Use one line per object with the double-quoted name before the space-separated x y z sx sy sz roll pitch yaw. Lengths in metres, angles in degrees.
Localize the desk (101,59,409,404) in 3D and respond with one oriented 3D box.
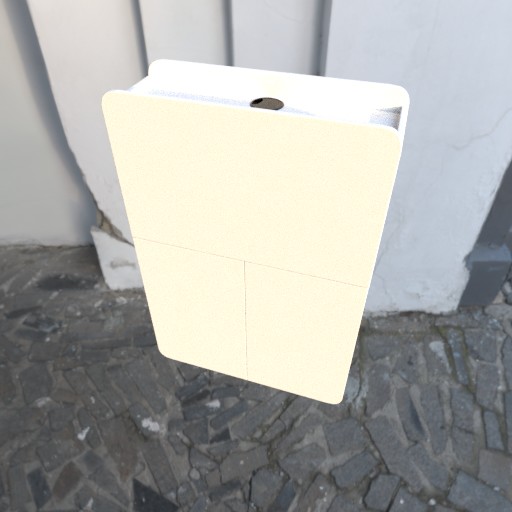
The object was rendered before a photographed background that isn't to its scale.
"desk" 0.000 0.000 1.571 0.795 1.190 0.278 12 43 13
